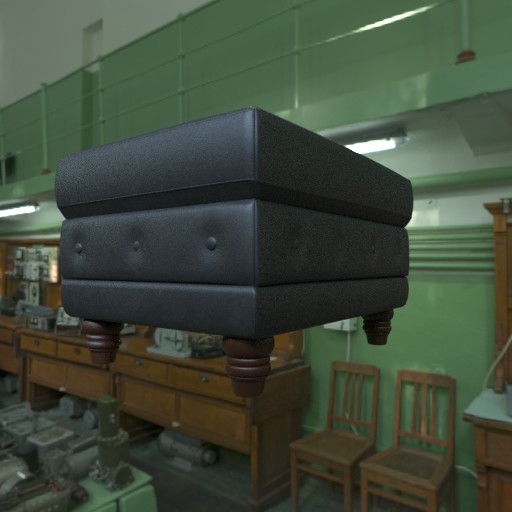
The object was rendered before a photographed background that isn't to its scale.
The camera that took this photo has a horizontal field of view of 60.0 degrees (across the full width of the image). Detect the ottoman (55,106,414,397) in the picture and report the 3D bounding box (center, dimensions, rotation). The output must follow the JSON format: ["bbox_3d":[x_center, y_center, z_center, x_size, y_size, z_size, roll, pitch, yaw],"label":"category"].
[{"bbox_3d":[0.000,0.000,1.157,0.590,0.498,0.795,-1,-1,36],"label":"ottoman"}]
